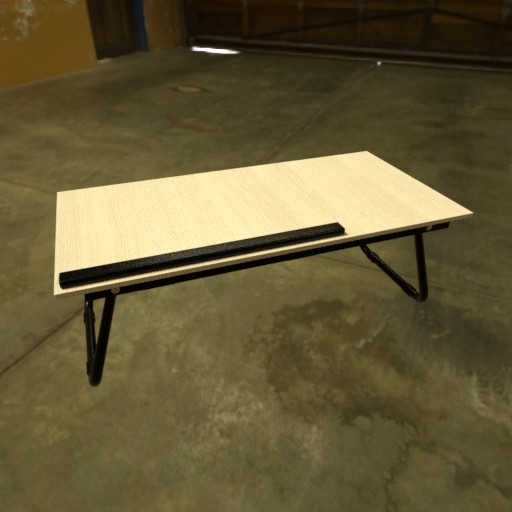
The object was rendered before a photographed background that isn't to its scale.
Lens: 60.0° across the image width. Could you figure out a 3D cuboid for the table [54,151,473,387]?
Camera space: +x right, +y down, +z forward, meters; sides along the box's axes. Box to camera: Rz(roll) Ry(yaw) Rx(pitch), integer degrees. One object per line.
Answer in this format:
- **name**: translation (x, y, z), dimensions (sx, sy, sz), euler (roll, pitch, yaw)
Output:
- **table**: translation (0.000, 0.000, 0.818), dimensions (0.644, 0.242, 0.322), euler (-11, 34, -17)
